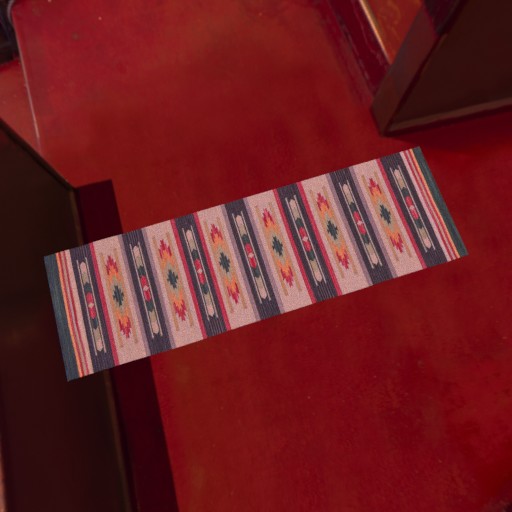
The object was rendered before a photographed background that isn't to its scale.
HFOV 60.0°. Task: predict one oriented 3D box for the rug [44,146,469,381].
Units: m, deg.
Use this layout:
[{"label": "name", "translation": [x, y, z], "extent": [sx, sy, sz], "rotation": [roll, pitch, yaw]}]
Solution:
[{"label": "rug", "translation": [0.000, 0.000, 2.662], "extent": [2.440, 0.009, 0.760], "rotation": [-17, 76, -4]}]
